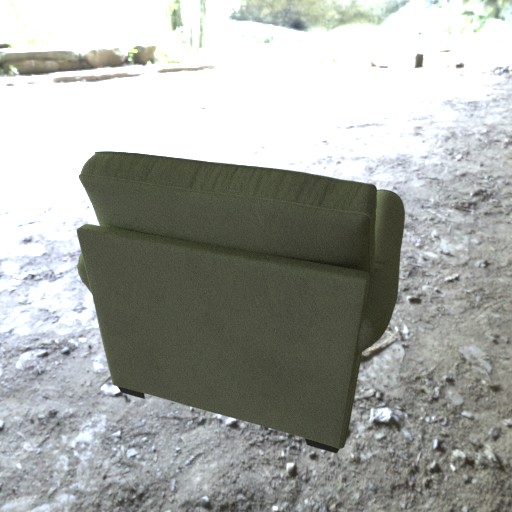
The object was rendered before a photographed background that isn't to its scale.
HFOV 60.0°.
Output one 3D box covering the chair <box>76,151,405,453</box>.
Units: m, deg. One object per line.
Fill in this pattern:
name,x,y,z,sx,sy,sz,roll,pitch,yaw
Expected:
chair,0.000,0.000,1.866,1.147,1.044,0.939,10,33,15
